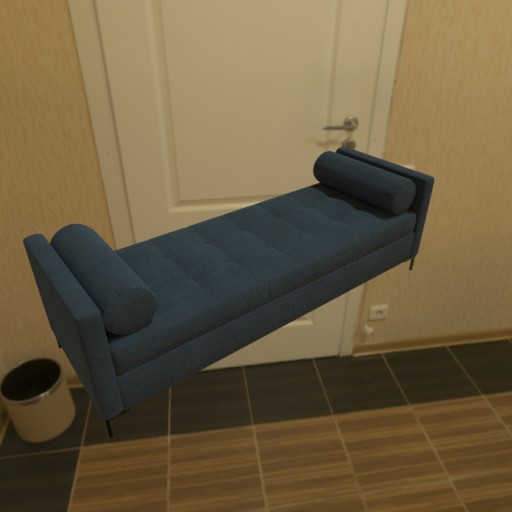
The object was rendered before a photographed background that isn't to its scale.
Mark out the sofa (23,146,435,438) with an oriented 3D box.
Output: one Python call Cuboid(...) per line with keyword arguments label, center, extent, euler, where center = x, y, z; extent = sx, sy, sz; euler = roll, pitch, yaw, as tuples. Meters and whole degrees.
Cuboid(label="sofa", center=(0.000, 0.000, 2.313), extent=(1.981, 0.635, 0.686), euler=(-22, 38, -31))
